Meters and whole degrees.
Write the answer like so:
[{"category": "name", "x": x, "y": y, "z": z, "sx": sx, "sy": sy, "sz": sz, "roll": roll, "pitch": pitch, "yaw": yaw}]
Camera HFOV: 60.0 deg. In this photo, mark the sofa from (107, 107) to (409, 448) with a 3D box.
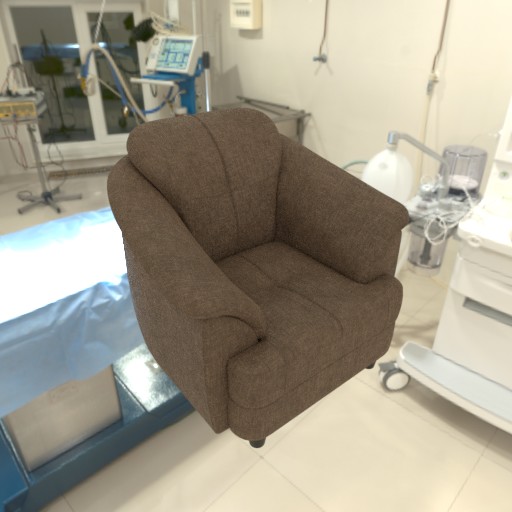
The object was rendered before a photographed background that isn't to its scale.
[{"category": "sofa", "x": 0.000, "y": 0.000, "z": 1.493, "sx": 0.870, "sy": 0.811, "sz": 0.794, "roll": -22, "pitch": 37, "yaw": -33}]
